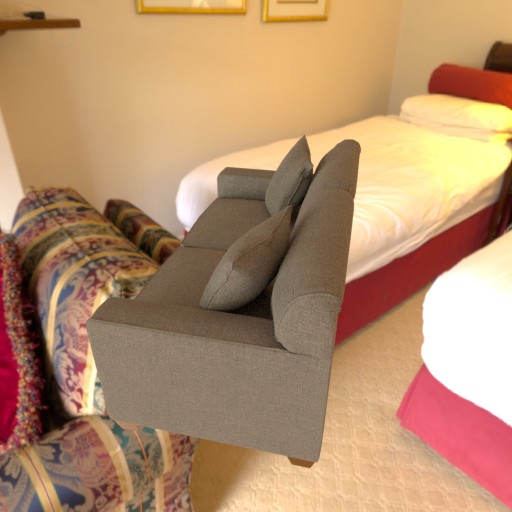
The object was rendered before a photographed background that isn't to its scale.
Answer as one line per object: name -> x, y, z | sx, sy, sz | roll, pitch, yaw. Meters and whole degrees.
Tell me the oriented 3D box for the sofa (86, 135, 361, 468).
sofa -> 0.000, 0.000, 2.456 | 1.000, 0.958, 1.846 | 7, 31, 12
